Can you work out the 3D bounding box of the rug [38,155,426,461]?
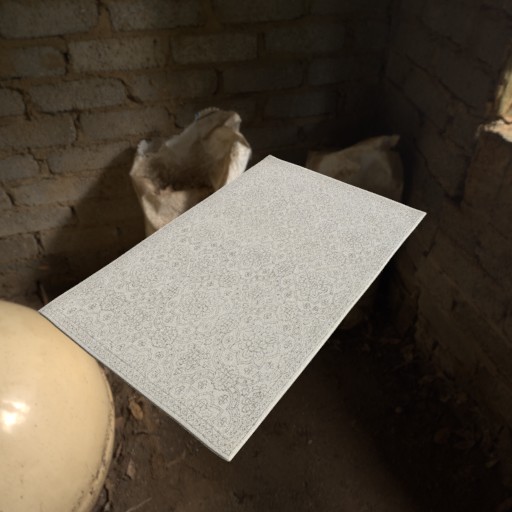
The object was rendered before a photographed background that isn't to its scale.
[{"bbox_3d":[0.000,0.000,2.465,1.214,0.023,1.947,27,48,27],"label":"rug"}]
